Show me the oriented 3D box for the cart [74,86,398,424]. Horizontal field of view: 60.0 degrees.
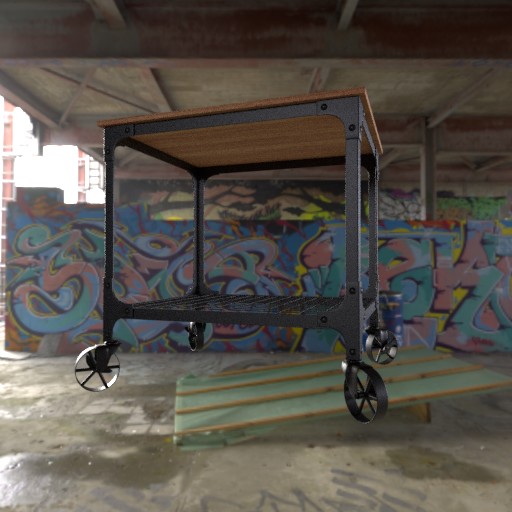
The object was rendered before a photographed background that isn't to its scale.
[{"bbox_3d":[0.000,0.000,1.120,0.666,0.603,0.558,0,-1,20],"label":"cart"}]
